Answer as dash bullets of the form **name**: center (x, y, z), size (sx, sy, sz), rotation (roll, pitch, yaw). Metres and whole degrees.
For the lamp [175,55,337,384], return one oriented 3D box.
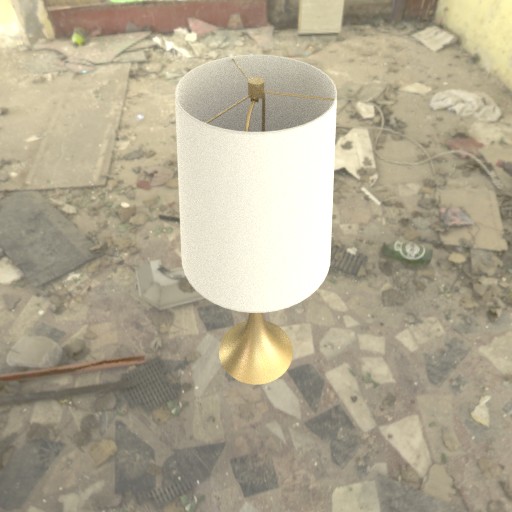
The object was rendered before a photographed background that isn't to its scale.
- **lamp**: center (0.000, 0.000, 0.697), size (0.231, 0.569, 0.231), rotation (0, 47, 0)
